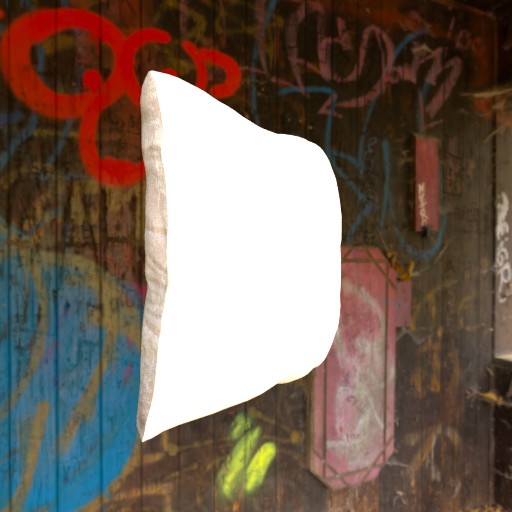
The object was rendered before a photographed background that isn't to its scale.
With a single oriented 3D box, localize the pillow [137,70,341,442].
[{"bbox_3d":[0.000,0.000,0.707,0.245,0.448,0.450,0,1,35],"label":"pillow"}]
